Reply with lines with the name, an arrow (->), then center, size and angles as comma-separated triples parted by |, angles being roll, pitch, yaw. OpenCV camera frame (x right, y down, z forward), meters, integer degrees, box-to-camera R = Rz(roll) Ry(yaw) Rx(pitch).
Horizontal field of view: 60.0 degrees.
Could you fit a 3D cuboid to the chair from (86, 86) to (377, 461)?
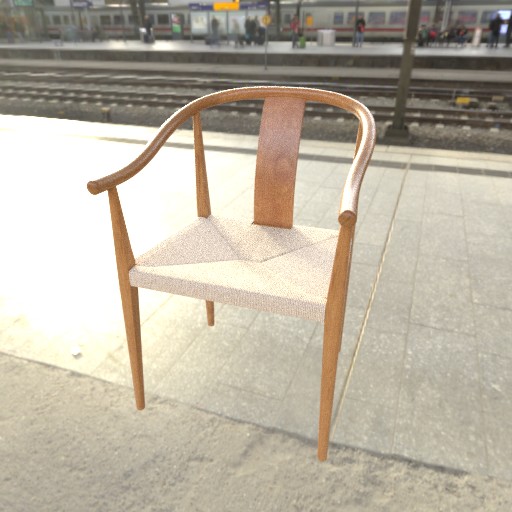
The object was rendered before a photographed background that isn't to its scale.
chair -> 0.000, 0.000, 1.200 | 0.556, 0.800, 0.579 | 9, 29, 16
